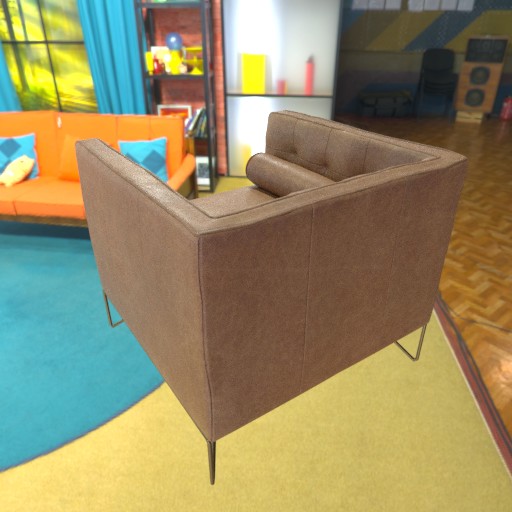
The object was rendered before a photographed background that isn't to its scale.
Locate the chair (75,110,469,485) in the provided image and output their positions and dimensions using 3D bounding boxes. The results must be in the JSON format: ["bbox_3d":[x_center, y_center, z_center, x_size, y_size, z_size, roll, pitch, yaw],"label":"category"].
[{"bbox_3d":[0.000,0.000,1.569,0.920,0.797,0.912,-19,34,-30],"label":"chair"}]
